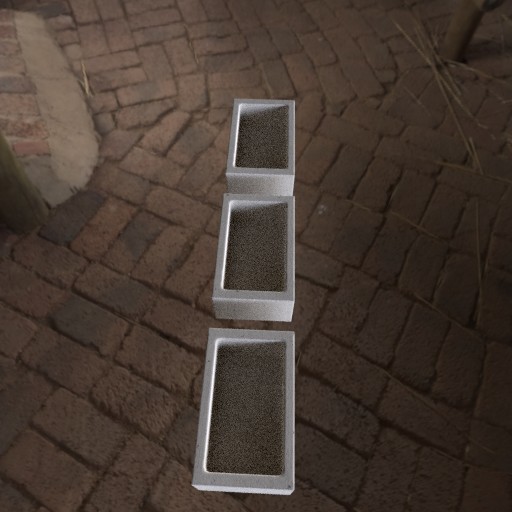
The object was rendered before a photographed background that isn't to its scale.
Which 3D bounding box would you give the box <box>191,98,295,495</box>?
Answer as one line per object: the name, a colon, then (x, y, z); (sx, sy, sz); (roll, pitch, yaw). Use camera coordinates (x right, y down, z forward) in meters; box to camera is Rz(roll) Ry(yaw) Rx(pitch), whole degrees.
box: (0.000, 0.000, 0.492); (0.082, 0.051, 0.461); (2, 58, 1)
